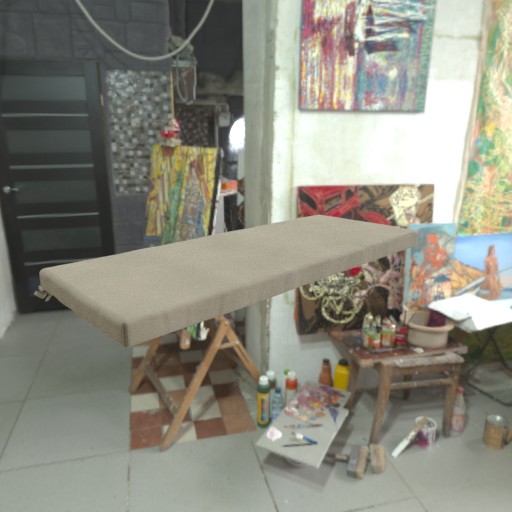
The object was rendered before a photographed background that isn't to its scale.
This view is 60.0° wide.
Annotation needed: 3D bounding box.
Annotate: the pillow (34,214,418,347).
[{"bbox_3d":[0.000,0.000,1.368,1.187,0.081,0.492,-14,21,-42],"label":"pillow"}]
